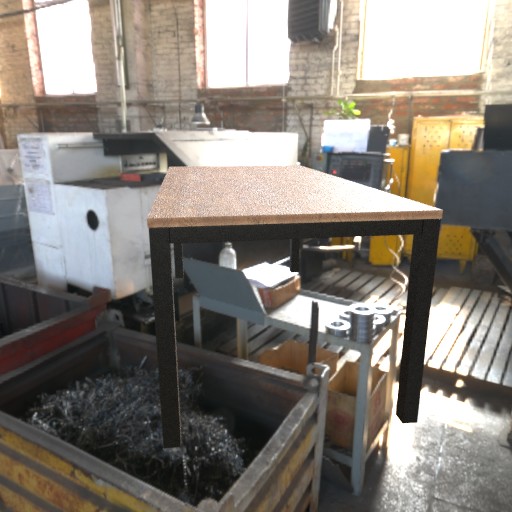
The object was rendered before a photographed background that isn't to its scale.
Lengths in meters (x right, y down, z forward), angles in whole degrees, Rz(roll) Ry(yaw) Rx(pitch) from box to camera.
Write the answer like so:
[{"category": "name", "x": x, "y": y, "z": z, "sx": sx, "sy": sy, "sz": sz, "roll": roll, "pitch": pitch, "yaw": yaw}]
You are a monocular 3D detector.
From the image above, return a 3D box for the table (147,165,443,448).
[{"category": "table", "x": 0.000, "y": 0.000, "z": 2.268, "sx": 0.893, "sy": 0.767, "sz": 1.805, "roll": -2, "pitch": 16, "yaw": -8}]
